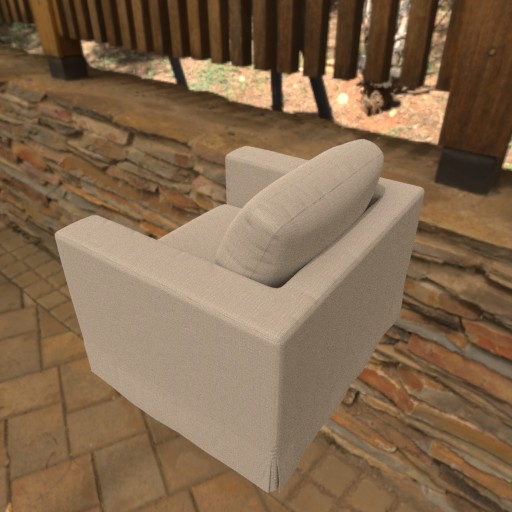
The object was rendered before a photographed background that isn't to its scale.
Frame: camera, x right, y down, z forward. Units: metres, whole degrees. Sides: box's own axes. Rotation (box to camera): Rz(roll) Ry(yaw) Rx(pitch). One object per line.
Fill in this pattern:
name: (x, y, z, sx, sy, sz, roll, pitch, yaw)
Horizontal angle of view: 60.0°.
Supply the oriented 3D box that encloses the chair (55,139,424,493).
chair: (0.000, 0.000, 1.780, 0.957, 0.878, 1.150, 21, 38, 29)
